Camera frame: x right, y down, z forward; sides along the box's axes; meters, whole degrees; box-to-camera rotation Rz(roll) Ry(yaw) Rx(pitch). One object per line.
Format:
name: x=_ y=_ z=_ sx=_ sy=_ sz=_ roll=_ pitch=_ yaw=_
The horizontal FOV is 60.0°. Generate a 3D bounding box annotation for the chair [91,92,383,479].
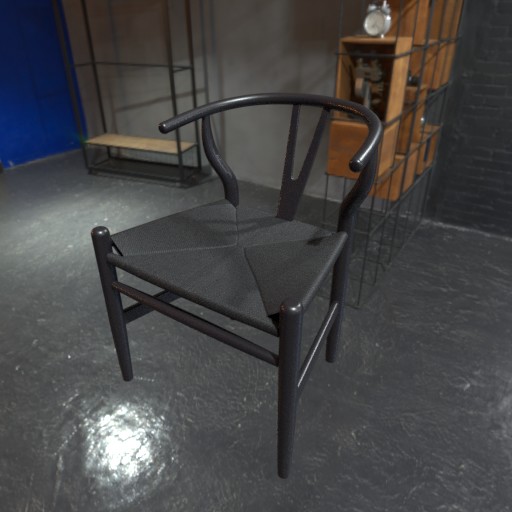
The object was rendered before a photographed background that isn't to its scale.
chair: x=0.000 y=0.000 z=1.162 sx=0.569 sy=0.730 sz=0.579 roll=19 pitch=35 yaw=30
